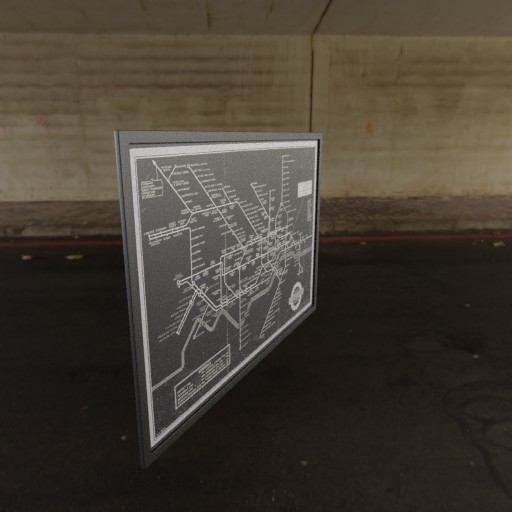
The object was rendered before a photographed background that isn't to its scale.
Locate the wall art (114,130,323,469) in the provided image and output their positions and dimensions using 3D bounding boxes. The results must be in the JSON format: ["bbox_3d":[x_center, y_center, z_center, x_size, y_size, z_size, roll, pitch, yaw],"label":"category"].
[{"bbox_3d":[0.000,0.000,1.502,0.013,0.811,1.192,8,17,27],"label":"wall art"}]
